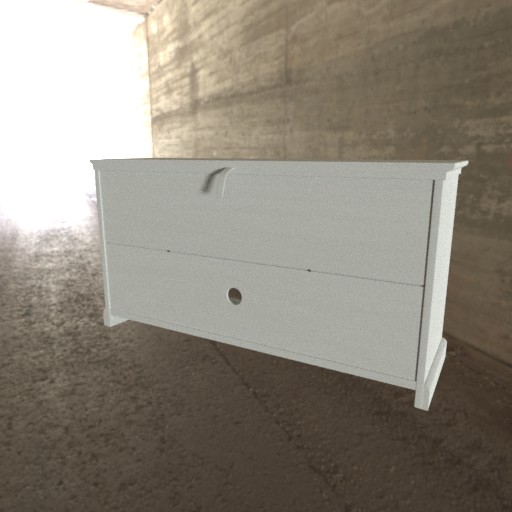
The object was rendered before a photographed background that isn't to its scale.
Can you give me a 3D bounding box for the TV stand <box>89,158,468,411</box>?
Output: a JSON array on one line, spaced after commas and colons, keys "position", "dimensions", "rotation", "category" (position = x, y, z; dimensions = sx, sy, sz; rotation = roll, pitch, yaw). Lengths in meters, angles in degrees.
[{"position": [0.000, 0.000, 1.469], "dimensions": [1.187, 0.624, 0.424], "rotation": [7, 15, 29], "category": "TV stand"}]
